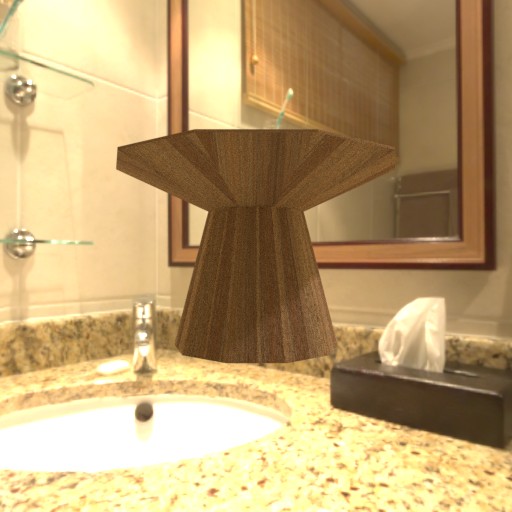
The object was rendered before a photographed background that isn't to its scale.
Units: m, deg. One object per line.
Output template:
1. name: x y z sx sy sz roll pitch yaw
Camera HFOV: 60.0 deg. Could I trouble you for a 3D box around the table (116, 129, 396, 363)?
1. table: 0.000 0.000 1.881 1.186 0.752 1.186 0 0 0
